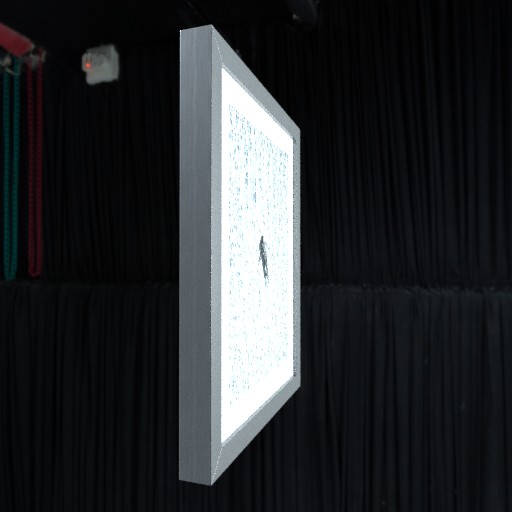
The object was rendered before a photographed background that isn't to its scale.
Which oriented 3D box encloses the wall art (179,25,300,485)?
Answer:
[{"bbox_3d":[0.000,0.000,0.514,0.030,0.379,0.308,0,-1,19],"label":"wall art"}]
